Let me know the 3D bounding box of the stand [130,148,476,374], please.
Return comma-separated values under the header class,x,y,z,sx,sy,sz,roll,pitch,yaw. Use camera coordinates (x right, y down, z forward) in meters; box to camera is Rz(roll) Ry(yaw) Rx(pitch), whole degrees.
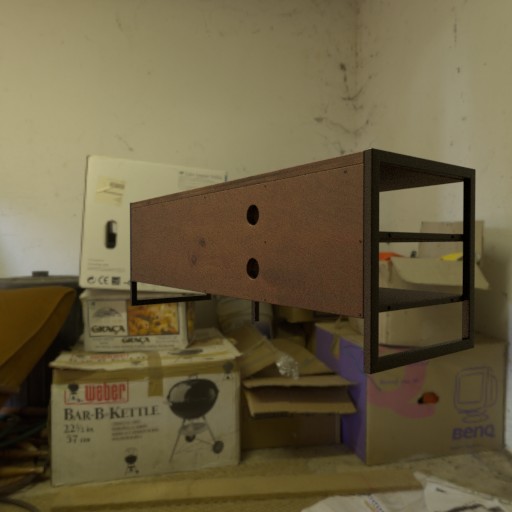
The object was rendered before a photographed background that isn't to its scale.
class,x,y,z,sx,sy,sz,roll,pitch,yaw
stand,0.000,0.000,1.717,0.454,0.506,1.480,-1,1,-36
